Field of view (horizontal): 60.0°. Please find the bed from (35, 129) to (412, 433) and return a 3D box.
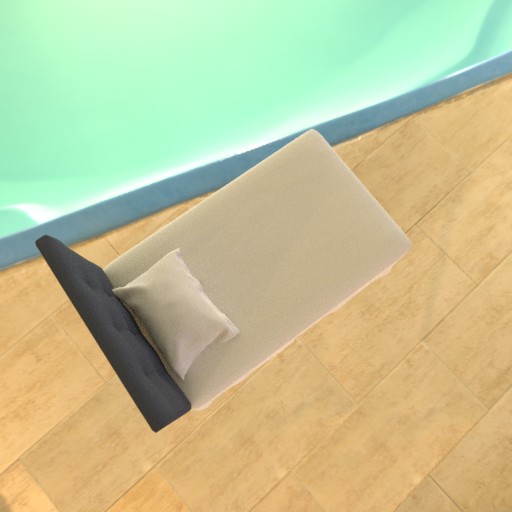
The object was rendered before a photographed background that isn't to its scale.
[{"bbox_3d":[0.000,0.000,3.024,1.997,1.571,1.261,-35,78,-8],"label":"bed"}]
